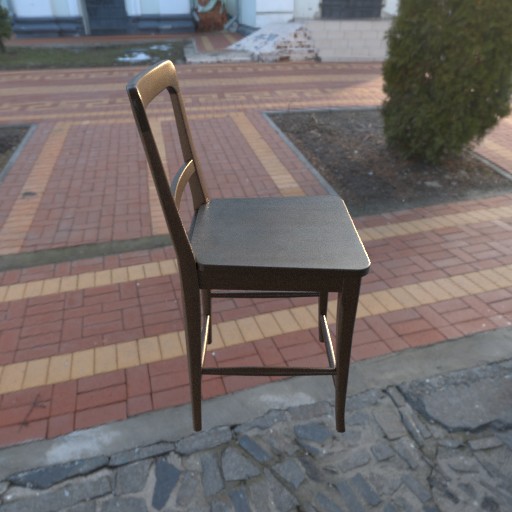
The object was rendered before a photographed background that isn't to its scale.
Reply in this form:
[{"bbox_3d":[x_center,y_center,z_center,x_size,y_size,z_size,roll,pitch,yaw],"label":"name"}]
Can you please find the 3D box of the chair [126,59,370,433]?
[{"bbox_3d":[0.000,0.000,1.267,0.546,0.991,0.450,0,30,0],"label":"chair"}]
